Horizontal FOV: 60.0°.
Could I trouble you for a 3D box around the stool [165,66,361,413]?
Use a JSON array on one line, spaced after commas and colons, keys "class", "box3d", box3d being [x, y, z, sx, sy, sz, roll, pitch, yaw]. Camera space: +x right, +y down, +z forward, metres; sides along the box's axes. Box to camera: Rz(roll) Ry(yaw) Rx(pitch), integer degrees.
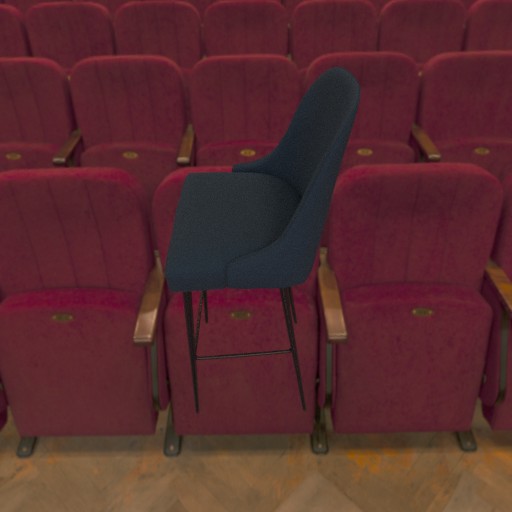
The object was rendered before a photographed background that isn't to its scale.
[{"class": "stool", "box3d": [0.000, 0.000, 1.400, 0.489, 1.079, 0.527, 0, 40, 0]}]
